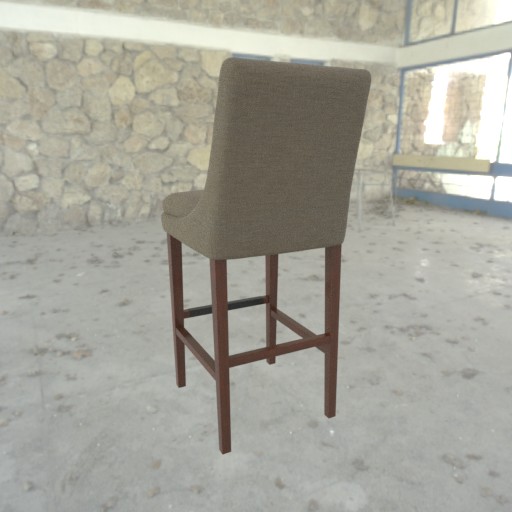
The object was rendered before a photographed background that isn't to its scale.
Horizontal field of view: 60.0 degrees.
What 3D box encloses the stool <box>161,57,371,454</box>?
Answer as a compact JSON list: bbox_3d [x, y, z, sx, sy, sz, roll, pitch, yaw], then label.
[{"bbox_3d":[0.000,0.000,1.422,0.470,1.078,0.577,-7,16,-26],"label":"stool"}]
